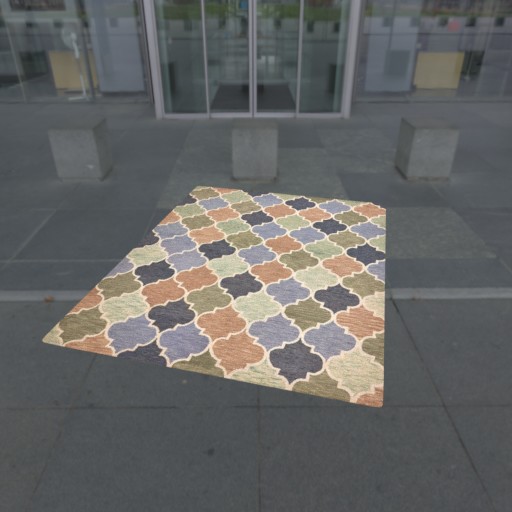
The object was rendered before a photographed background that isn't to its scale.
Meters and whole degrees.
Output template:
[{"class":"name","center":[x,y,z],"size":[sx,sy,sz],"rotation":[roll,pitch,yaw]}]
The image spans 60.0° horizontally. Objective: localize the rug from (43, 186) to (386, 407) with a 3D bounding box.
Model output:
[{"class":"rug","center":[0.000,0.000,4.324],"size":[2.439,0.013,3.200],"rotation":[7,31,12]}]
